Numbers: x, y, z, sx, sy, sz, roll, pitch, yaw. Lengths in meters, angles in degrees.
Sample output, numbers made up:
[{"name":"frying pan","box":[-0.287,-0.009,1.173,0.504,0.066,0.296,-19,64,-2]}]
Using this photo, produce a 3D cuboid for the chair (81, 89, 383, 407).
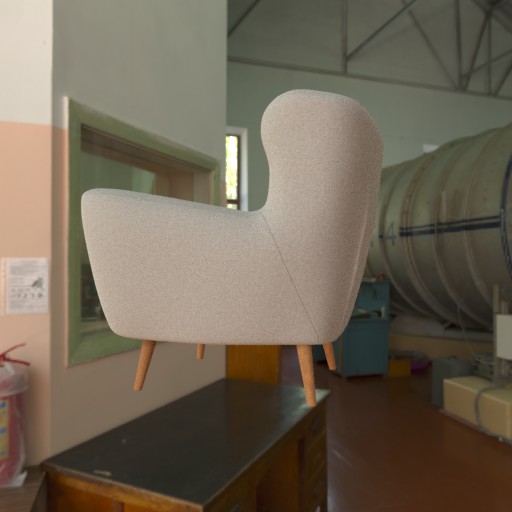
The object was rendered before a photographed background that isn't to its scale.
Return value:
[{"name":"chair","box":[0.000,0.000,1.606,0.889,0.889,0.890,0,-1,17]}]
